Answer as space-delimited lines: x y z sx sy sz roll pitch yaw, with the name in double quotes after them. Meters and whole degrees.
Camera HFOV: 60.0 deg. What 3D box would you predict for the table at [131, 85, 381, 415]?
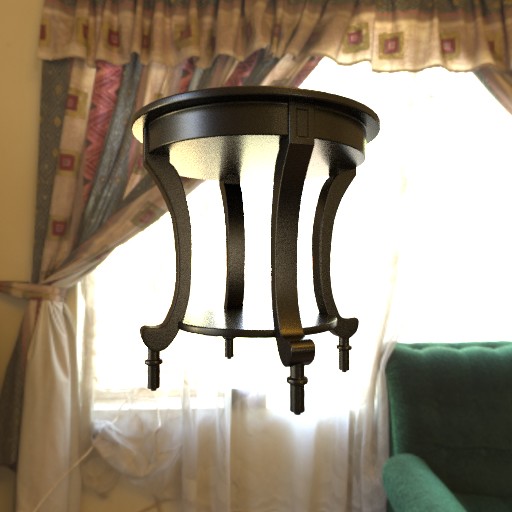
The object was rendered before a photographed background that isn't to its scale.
0.000 0.000 1.100 0.597 0.618 0.597 0 0 0 "table"
